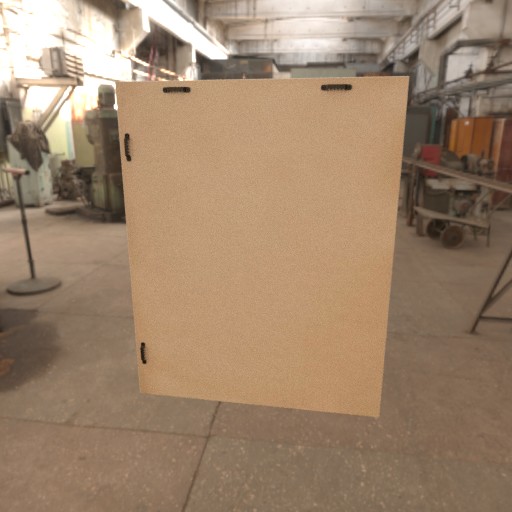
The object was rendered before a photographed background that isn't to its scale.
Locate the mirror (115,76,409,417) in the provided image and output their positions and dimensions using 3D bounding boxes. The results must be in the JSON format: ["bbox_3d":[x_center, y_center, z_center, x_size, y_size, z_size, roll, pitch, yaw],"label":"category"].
[{"bbox_3d":[0.000,0.000,0.686,0.406,0.509,0.041,3,16,9],"label":"mirror"}]
